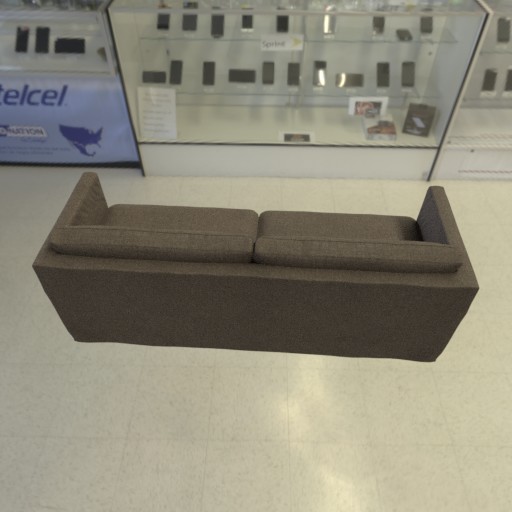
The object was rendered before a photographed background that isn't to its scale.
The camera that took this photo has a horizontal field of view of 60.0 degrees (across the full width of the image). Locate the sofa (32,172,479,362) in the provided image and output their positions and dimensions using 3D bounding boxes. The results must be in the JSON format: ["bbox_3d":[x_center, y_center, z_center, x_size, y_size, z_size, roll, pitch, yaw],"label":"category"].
[{"bbox_3d":[0.000,0.000,3.282,2.779,0.998,1.036,3,47,3],"label":"sofa"}]
